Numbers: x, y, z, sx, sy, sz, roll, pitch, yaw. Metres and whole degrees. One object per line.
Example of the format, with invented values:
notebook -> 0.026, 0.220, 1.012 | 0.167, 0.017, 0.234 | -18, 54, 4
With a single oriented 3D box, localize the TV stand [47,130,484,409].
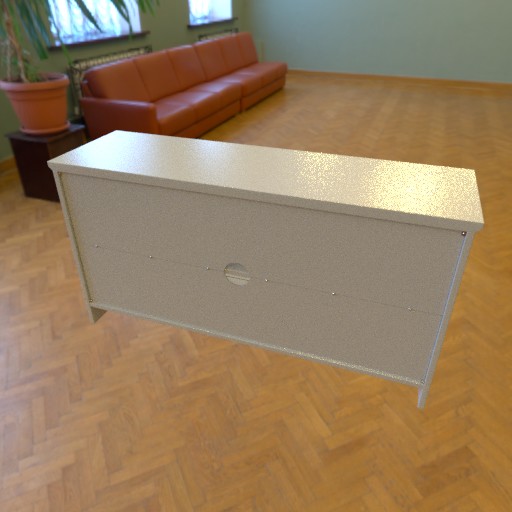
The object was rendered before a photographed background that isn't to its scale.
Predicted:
TV stand -> 0.000, 0.000, 1.417 | 1.167, 0.603, 0.344 | 11, 33, 17
